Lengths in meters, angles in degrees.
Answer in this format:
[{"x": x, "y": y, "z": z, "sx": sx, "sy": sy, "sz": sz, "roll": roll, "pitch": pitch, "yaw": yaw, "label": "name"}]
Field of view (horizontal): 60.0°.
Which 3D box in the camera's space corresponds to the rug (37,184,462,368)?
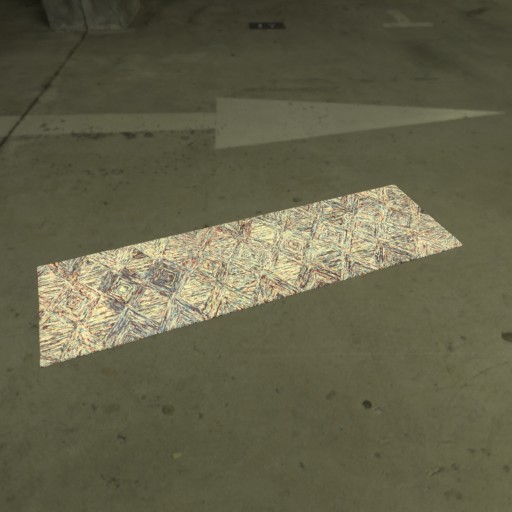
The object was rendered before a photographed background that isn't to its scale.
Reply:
[{"x": 0.000, "y": 0.000, "z": 2.482, "sx": 2.292, "sy": 0.015, "sz": 0.688, "roll": -14, "pitch": 44, "yaw": -16, "label": "rug"}]
